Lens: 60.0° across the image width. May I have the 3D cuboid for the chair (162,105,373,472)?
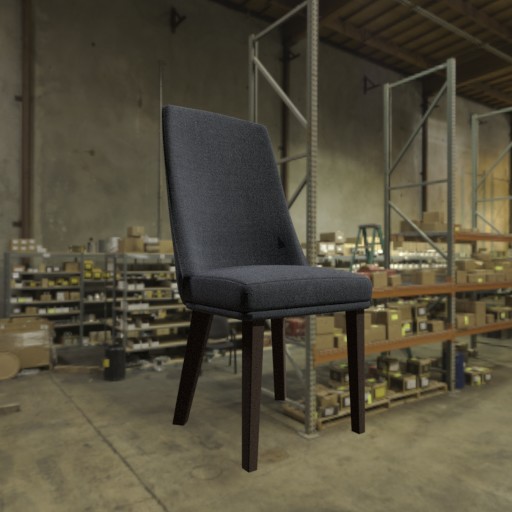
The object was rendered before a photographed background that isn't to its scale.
[{"bbox_3d":[0.000,0.000,1.403,0.510,1.050,0.577,0,0,-36],"label":"chair"}]
